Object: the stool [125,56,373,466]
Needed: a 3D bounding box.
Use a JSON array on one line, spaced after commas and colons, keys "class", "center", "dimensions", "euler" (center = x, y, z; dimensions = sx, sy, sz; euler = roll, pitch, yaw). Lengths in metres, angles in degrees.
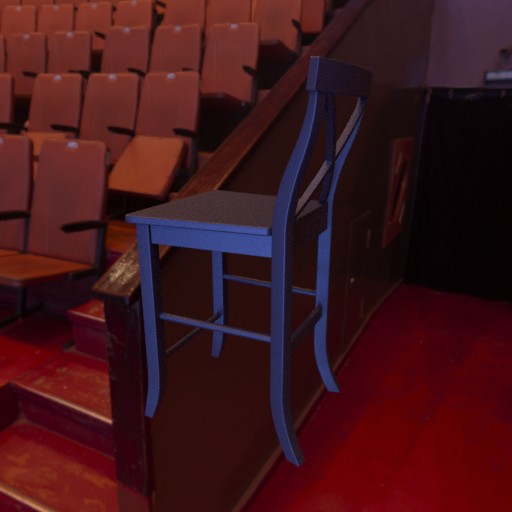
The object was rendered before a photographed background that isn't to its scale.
[{"class": "stool", "center": [0.000, 0.000, 1.276], "dimensions": [0.559, 0.989, 0.452], "euler": [8, 20, 25]}]
